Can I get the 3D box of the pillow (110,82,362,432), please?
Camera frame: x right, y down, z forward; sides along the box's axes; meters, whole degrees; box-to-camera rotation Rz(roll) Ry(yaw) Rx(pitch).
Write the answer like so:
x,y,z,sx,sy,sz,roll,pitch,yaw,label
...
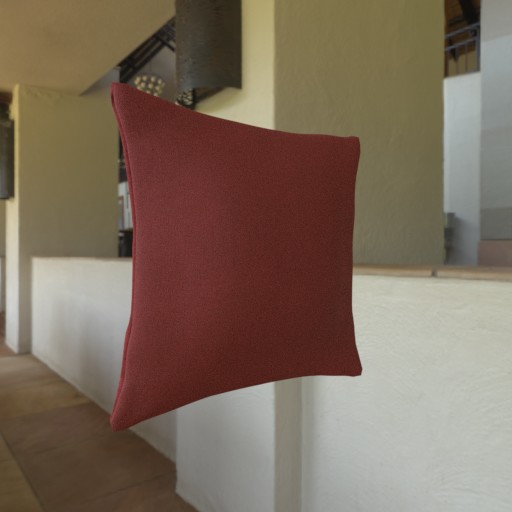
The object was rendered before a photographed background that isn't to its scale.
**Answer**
x,y,z,sx,sy,sz,roll,pitch,yaw,label
0.000,0.000,0.654,0.435,0.416,0.151,0,0,-35,pillow
